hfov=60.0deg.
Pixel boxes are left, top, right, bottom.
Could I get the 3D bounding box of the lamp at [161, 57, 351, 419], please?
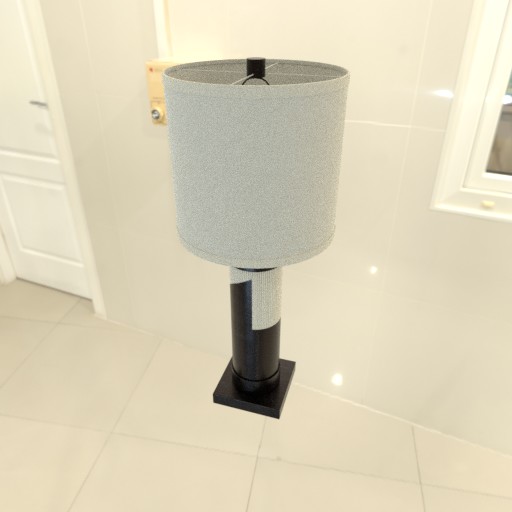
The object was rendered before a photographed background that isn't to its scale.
[{"bbox_3d":[0.000,0.000,0.622,0.211,0.509,0.211,9,31,15],"label":"lamp"}]
